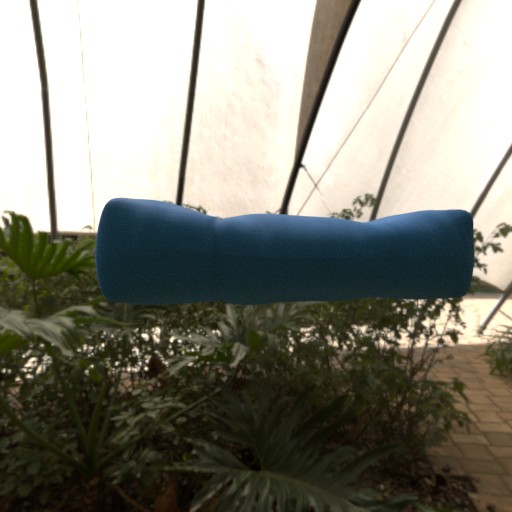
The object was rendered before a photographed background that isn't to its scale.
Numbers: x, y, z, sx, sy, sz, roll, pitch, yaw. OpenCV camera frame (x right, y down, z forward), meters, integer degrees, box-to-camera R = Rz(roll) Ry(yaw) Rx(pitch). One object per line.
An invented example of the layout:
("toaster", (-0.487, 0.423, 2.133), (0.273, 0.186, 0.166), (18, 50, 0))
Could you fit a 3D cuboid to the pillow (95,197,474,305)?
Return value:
("pillow", (0.000, 0.000, 0.724), (0.490, 0.128, 0.468), (0, 0, -19))
